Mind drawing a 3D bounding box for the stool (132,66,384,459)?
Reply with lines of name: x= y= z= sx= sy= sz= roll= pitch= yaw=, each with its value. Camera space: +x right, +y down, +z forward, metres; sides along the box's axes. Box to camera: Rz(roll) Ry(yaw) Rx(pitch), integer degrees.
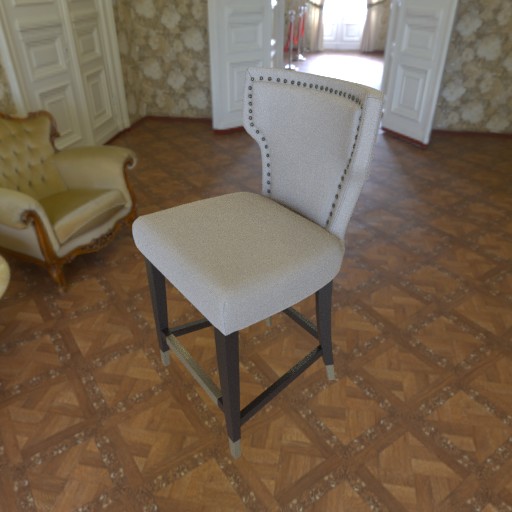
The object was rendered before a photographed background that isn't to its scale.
stool: x=0.000 y=0.000 z=1.338 sx=0.563 sy=0.982 sz=0.527 roll=-21 pitch=37 yaw=-30
